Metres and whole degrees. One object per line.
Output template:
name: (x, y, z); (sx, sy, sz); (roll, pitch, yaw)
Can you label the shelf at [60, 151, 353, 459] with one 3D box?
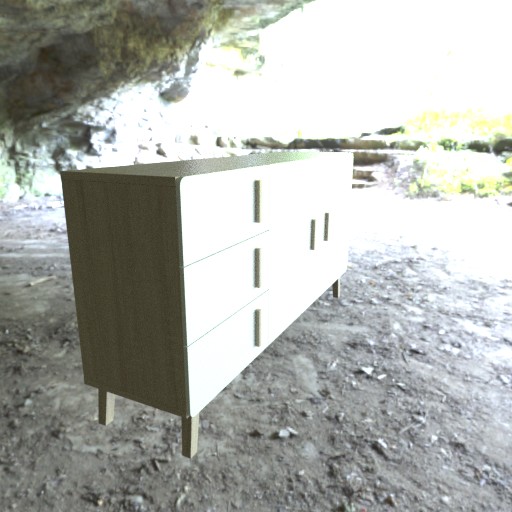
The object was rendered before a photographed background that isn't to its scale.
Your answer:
shelf: (0.000, 0.000, 1.819); (0.400, 0.780, 1.490); (8, 17, 26)
